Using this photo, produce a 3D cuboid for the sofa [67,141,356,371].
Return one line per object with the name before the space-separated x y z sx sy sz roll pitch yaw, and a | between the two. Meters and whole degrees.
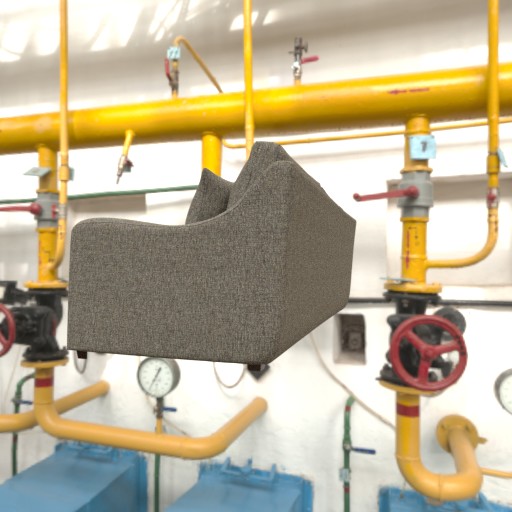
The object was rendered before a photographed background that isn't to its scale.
sofa | 0.000 0.000 3.005 1.103 0.998 2.418 0 -1 19
